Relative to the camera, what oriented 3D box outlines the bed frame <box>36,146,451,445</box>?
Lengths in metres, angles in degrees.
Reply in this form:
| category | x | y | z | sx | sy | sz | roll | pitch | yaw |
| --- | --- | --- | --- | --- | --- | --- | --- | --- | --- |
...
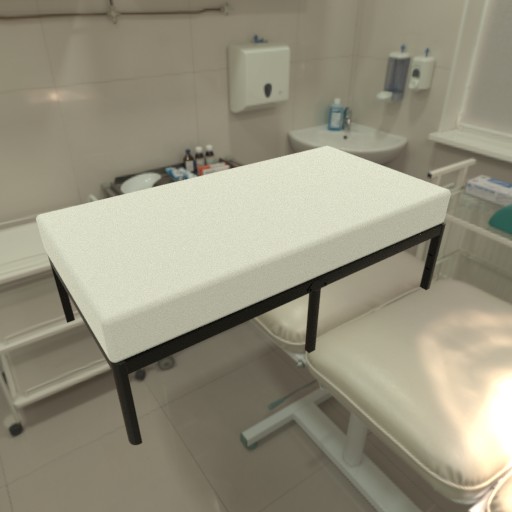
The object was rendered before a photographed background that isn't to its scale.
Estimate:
| category | x | y | z | sx | sy | sz | roll | pitch | yaw |
| --- | --- | --- | --- | --- | --- | --- | --- | --- | --- |
| bed frame | 0.000 | 0.000 | 2.468 | 1.950 | 0.659 | 1.023 | -20 | 37 | -29 |
